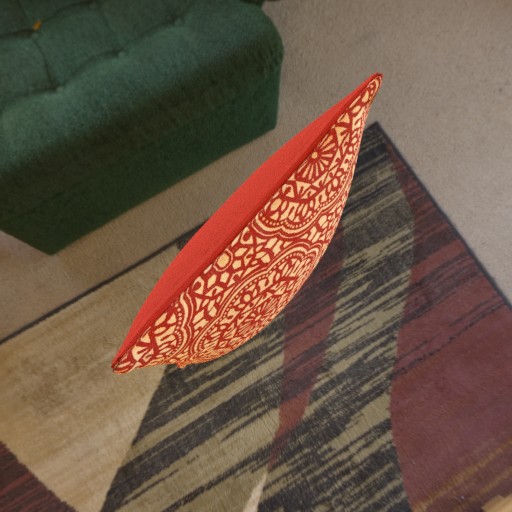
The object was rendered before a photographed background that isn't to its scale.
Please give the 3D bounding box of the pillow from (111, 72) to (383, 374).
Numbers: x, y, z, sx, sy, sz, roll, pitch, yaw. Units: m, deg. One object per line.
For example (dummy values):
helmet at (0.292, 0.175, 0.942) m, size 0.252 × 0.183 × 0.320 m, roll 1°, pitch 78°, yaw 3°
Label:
pillow at (0.000, 0.000, 0.669) m, size 0.162 × 0.419 × 0.438 m, roll 40°, pitch 80°, yaw 9°
